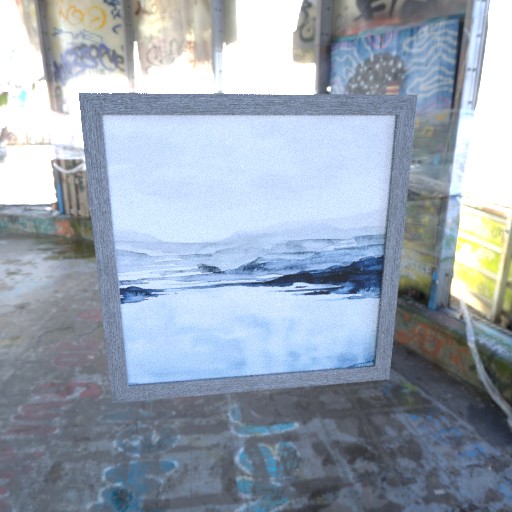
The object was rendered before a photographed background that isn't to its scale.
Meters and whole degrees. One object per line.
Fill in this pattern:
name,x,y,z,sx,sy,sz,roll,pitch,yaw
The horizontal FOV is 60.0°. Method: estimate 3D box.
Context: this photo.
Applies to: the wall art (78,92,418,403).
wall art,0.000,0.000,0.995,0.685,0.685,0.020,-2,17,-8
